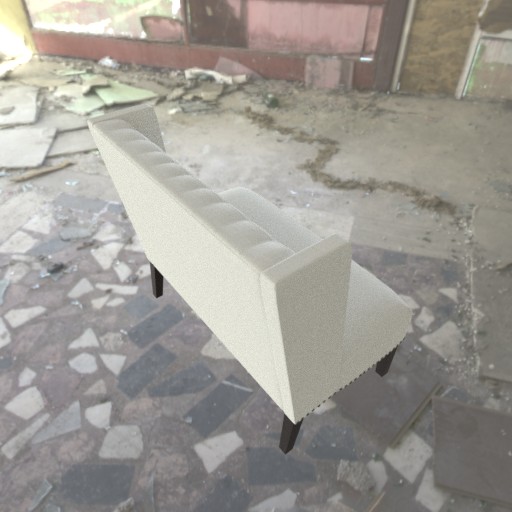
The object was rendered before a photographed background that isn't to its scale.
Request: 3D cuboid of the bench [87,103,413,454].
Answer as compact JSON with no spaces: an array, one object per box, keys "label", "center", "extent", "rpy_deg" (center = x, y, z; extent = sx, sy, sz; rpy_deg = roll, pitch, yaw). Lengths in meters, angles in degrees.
[{"label":"bench","center":[0.000,0.000,2.056],"extent":[0.847,1.123,1.280],"rpy_deg":[-27,48,-27]}]
